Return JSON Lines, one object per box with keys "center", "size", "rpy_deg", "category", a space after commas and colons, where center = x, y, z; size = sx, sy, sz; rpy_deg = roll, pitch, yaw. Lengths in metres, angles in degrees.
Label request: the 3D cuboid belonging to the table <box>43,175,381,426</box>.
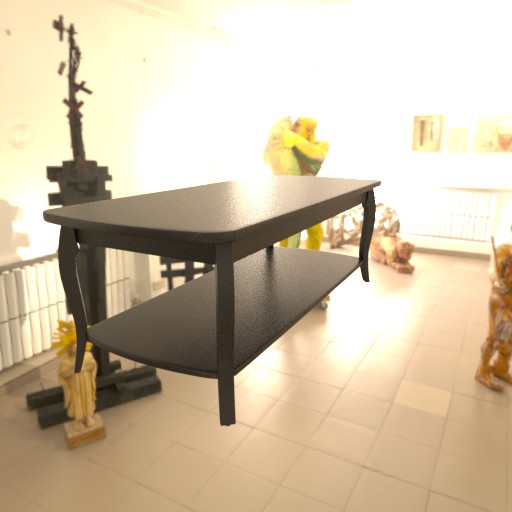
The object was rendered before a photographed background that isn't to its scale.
{"center": [0.000, 0.000, 1.568], "size": [0.571, 0.457, 1.333], "rpy_deg": [8, 17, 28], "category": "table"}
